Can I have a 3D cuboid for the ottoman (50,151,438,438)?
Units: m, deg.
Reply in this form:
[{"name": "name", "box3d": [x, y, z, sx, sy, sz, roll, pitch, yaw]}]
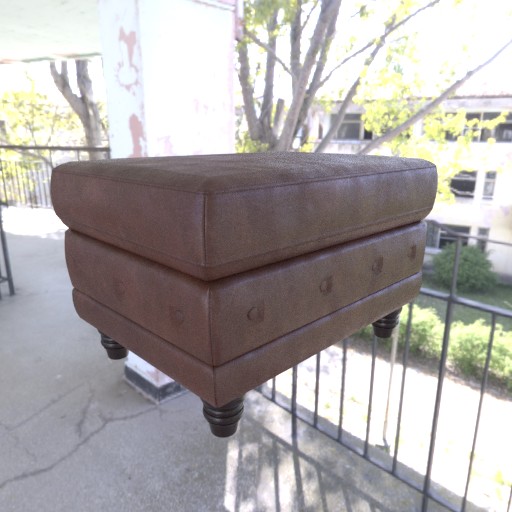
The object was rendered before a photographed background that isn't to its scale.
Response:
[{"name": "ottoman", "box3d": [0.000, 0.000, 1.150, 0.795, 0.509, 0.588, -15, 21, -43]}]
